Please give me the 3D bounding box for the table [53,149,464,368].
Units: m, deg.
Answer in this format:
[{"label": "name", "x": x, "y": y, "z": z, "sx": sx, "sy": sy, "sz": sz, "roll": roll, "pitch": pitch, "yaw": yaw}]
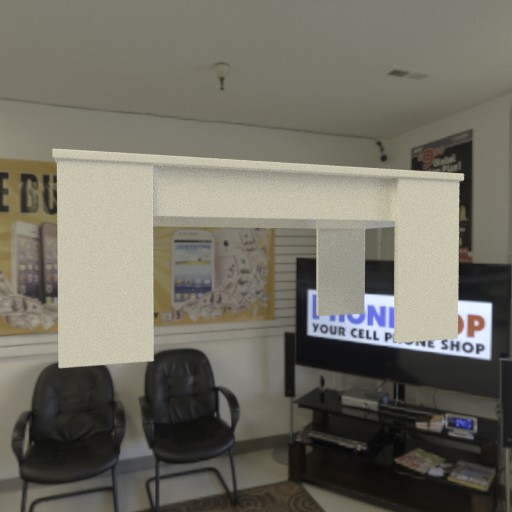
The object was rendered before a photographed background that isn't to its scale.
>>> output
[{"label": "table", "x": 0.000, "y": 0.000, "z": 1.269, "sx": 1.000, "sy": 0.440, "sz": 0.500, "roll": 0, "pitch": 1, "yaw": -17}]
